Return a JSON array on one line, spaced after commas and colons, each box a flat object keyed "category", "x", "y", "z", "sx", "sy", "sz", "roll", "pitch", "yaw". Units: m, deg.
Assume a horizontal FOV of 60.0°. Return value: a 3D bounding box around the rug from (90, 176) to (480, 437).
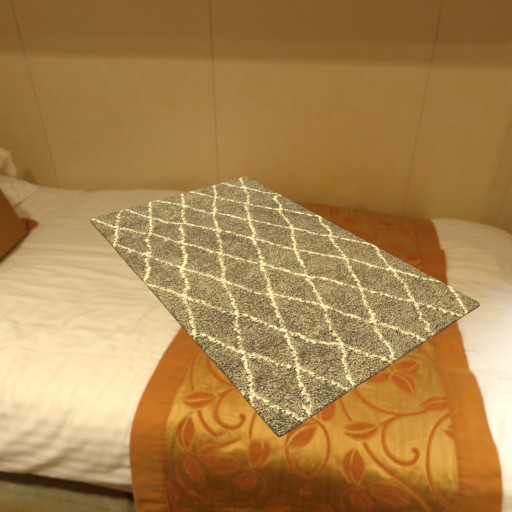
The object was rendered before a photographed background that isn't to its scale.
[{"category": "rug", "x": 0.000, "y": 0.000, "z": 3.073, "sx": 1.524, "sy": 0.030, "sz": 2.438, "roll": -21, "pitch": 38, "yaw": -30}]
